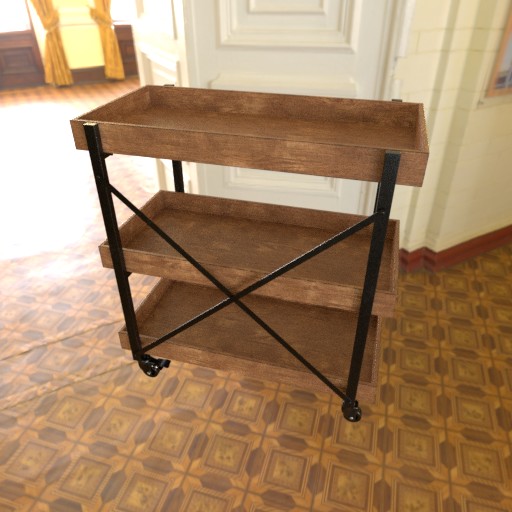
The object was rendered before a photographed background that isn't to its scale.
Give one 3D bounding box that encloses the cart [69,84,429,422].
[{"bbox_3d":[0.000,0.000,1.244,0.750,0.800,0.411,9,34,13],"label":"cart"}]
